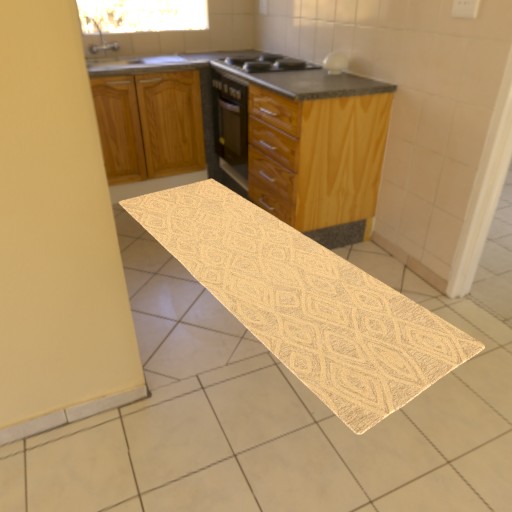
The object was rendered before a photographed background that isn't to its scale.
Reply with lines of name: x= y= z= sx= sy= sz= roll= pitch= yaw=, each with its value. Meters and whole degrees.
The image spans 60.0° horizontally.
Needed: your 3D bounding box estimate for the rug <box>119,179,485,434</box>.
rug: x=0.000 y=0.000 z=2.619 sx=0.807 sy=0.013 sz=2.436 roll=-20 pitch=37 yaw=-29
